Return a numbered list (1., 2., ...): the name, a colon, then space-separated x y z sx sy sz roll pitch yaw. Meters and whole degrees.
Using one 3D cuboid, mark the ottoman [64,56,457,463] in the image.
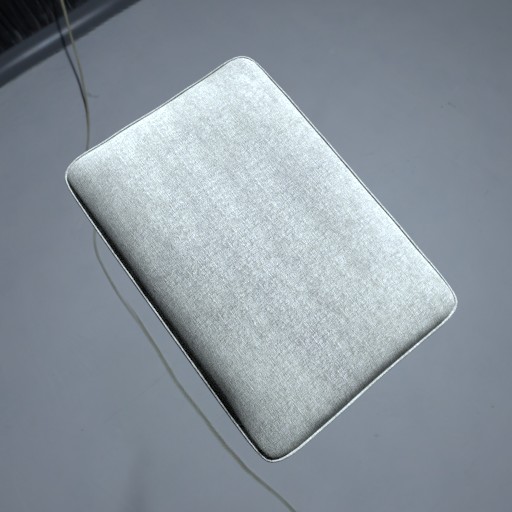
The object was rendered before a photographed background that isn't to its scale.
1. ottoman: 0.000 0.000 1.149 0.561 0.457 0.813 -37 78 -9
